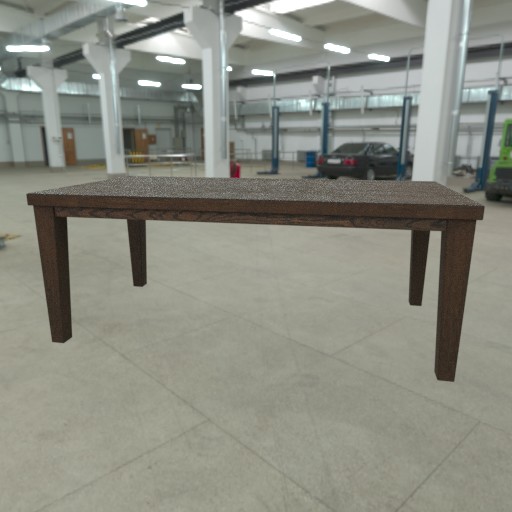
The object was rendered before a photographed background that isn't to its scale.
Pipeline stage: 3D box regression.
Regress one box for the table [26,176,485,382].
[{"bbox_3d":[0.000,0.000,2.450,1.981,0.762,1.016,3,15,11],"label":"table"}]
